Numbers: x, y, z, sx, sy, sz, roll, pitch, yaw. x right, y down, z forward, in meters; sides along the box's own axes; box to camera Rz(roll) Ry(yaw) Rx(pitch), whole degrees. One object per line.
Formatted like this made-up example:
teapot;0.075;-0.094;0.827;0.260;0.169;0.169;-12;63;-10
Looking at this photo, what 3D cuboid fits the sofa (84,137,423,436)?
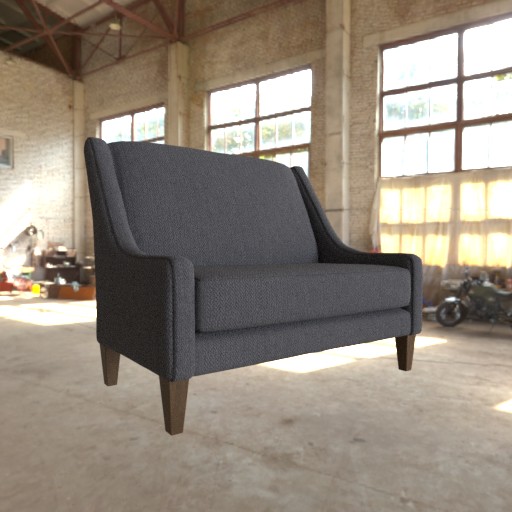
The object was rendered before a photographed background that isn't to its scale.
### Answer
sofa;0.000;0.000;1.928;1.242;1.022;0.873;-1;1;-36
